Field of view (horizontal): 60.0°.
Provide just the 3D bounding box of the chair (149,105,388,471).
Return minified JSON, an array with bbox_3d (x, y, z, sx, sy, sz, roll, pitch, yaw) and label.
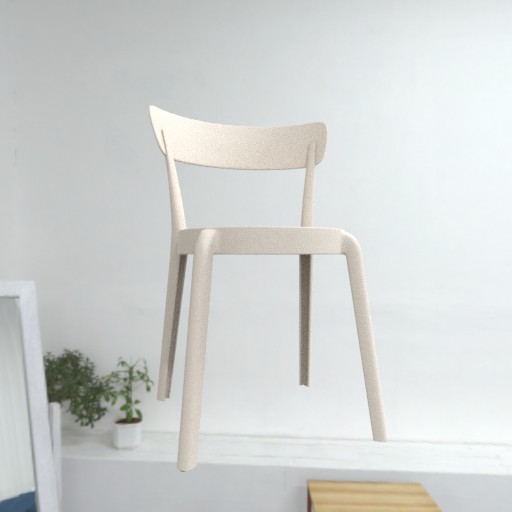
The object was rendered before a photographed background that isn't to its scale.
[{"bbox_3d":[0.000,0.000,1.107,0.506,0.790,0.491,0,1,-17],"label":"chair"}]
